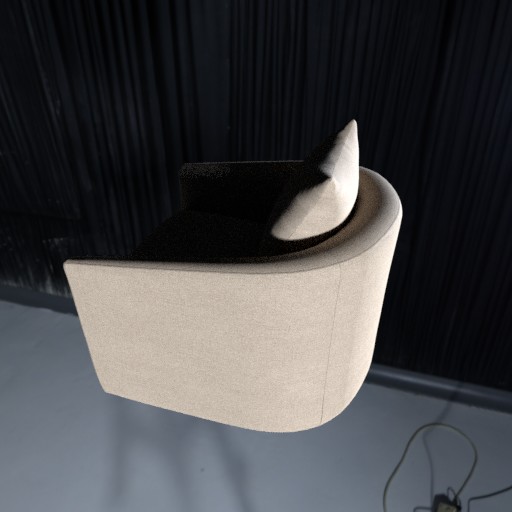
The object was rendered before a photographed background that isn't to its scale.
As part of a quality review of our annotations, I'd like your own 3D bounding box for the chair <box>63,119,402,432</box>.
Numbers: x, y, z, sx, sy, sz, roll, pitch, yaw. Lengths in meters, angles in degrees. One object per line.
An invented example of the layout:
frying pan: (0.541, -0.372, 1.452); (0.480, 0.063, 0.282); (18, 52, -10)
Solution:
chair: (0.000, 0.000, 1.552); (0.910, 0.848, 0.845); (9, 33, 14)
